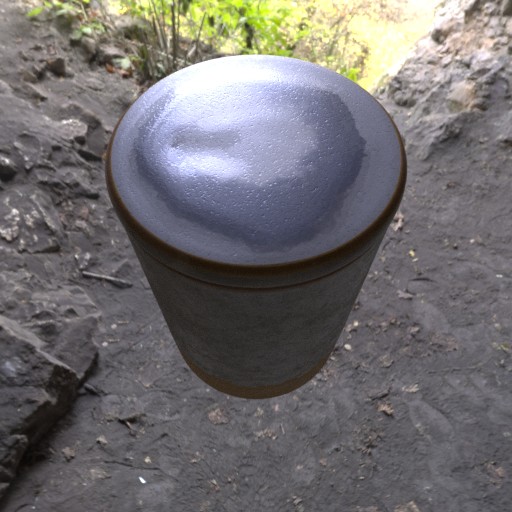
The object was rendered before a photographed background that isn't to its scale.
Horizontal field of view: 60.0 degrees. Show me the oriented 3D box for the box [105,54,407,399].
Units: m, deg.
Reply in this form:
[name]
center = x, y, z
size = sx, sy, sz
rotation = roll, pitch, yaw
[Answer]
[box]
center = 0.000, 0.000, 0.242
size = 0.118, 0.168, 0.118
rotation = 0, 58, 0
